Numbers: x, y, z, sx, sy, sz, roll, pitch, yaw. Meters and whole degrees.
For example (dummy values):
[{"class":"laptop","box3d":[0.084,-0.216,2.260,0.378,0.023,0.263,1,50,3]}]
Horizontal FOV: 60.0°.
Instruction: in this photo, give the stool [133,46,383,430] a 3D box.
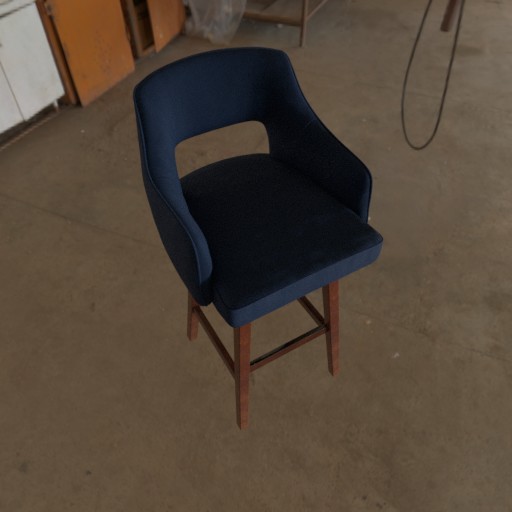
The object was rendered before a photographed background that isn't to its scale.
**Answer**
[{"class":"stool","box3d":[0.000,0.000,1.361,0.550,1.041,0.560,-23,51,-20]}]
